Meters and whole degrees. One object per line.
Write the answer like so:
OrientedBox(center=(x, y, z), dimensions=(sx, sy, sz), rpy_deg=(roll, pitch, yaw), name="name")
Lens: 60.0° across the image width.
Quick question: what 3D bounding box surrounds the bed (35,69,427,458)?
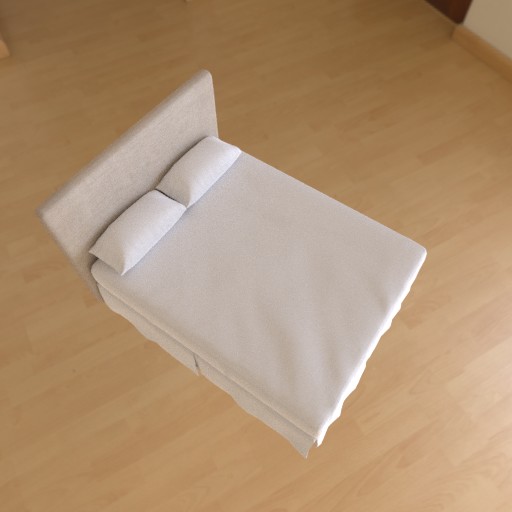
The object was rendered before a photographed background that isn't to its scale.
OrientedBox(center=(0.000, 0.000, 3.257), dimensions=(2.162, 1.330, 1.713), rpy_deg=(31, 64, 17), name="bed")
